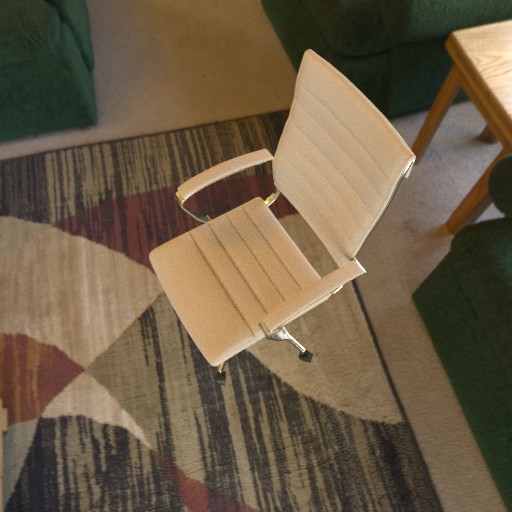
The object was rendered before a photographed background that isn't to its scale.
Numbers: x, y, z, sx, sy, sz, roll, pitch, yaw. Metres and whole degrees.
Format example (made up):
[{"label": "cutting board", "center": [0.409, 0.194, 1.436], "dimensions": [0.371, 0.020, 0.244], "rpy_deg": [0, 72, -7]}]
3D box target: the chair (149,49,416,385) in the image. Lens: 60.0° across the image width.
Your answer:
[{"label": "chair", "center": [0.000, 0.000, 1.562], "dimensions": [0.667, 1.149, 0.679], "rpy_deg": [-29, 67, -13]}]
